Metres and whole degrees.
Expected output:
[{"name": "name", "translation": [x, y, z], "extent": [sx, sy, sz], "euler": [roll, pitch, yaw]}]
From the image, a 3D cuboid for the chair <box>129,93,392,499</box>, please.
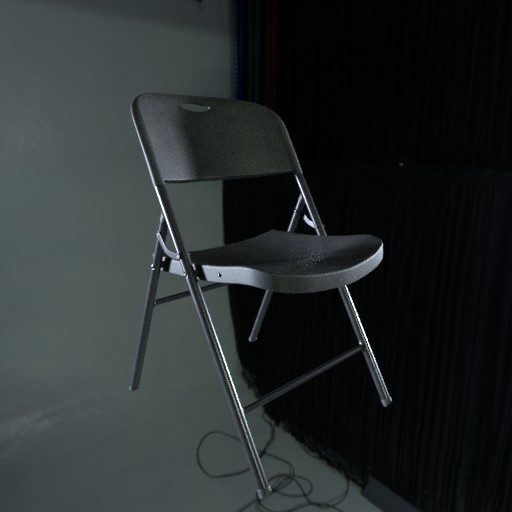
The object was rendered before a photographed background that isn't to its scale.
[{"name": "chair", "translation": [0.000, 0.000, 1.136], "extent": [0.494, 0.810, 0.566], "euler": [-14, 20, -41]}]
